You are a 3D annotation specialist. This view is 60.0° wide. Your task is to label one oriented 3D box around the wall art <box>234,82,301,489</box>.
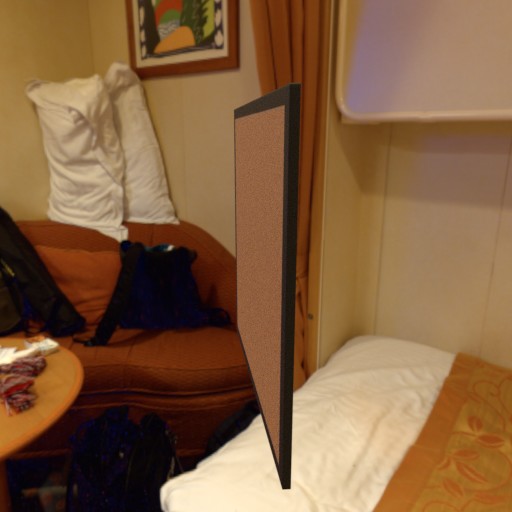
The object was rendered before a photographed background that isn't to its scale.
[{"bbox_3d":[0.000,0.000,0.993,0.016,0.659,0.663,-2,15,-9],"label":"wall art"}]
